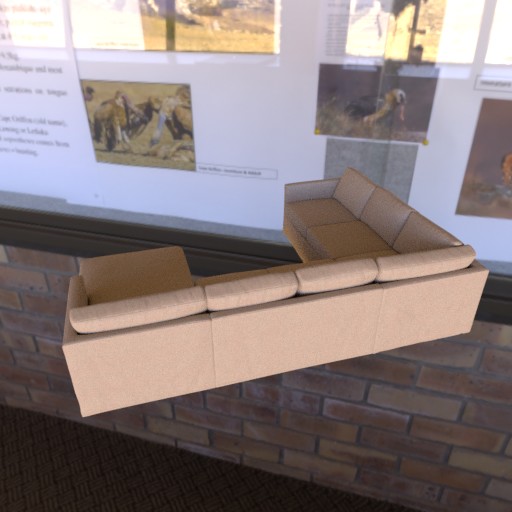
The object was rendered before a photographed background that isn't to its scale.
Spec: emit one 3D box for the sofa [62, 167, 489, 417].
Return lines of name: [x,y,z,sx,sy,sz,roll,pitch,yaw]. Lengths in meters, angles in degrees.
sofa: [0.000,0.000,4.480,3.460,0.882,2.427,-8,31,-14]
